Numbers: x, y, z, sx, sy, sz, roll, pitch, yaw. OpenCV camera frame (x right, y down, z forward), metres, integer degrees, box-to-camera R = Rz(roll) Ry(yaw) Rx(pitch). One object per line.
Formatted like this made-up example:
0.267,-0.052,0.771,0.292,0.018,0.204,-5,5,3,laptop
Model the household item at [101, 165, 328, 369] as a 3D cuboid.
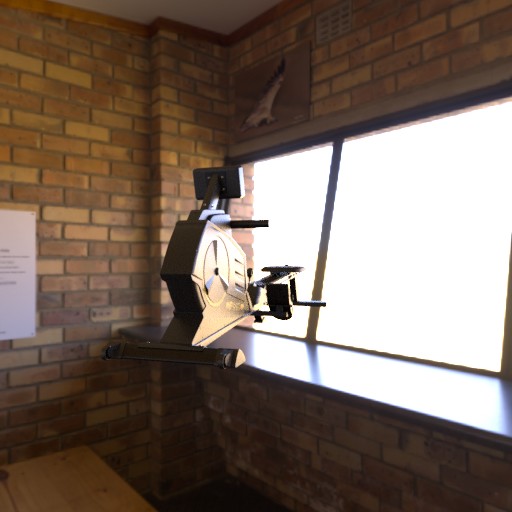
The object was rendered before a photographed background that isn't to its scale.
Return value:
0.000,0.000,2.592,0.521,0.810,2.251,0,-1,17,household item
